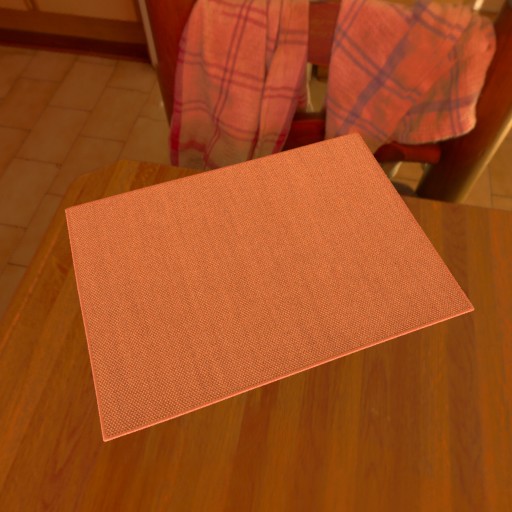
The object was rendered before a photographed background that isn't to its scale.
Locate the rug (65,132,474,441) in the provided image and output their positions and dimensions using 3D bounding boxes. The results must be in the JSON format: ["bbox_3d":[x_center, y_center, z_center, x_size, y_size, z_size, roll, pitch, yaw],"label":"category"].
[{"bbox_3d":[0.000,0.000,2.733,2.134,0.013,1.524,-17,60,-10],"label":"rug"}]
